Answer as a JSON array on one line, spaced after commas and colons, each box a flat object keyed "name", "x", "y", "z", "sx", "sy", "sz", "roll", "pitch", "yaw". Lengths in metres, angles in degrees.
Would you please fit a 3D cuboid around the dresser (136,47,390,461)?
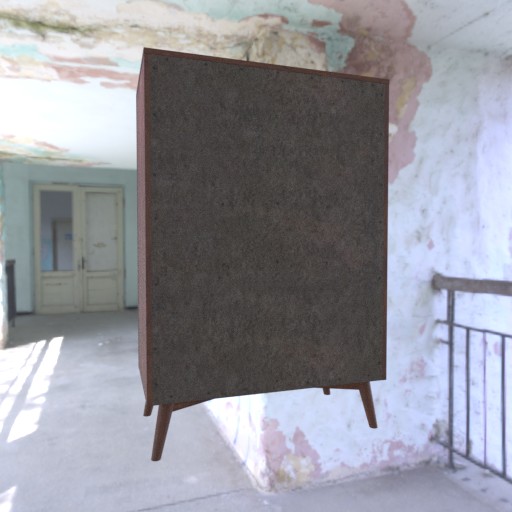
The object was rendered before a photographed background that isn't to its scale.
[{"name": "dresser", "x": 0.000, "y": 0.000, "z": 1.822, "sx": 0.919, "sy": 1.365, "sz": 0.498, "roll": -1, "pitch": 2, "yaw": -18}]
